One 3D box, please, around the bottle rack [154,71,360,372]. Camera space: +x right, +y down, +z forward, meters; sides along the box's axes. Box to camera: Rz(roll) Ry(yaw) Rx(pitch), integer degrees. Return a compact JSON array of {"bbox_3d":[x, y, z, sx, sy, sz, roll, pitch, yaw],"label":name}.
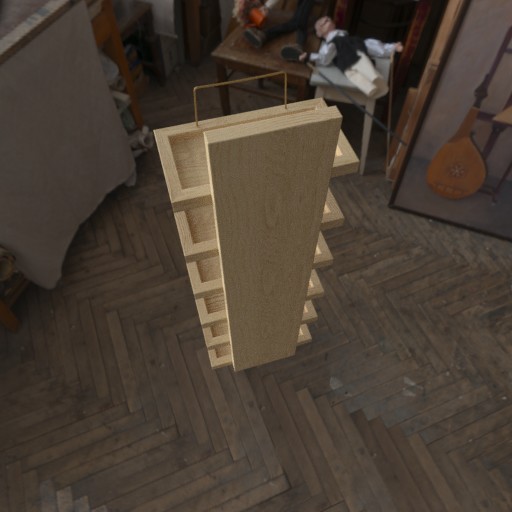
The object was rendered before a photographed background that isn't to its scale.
[{"bbox_3d":[0.000,0.000,1.067,0.330,0.943,0.206,-14,58,-9],"label":"bottle rack"}]
